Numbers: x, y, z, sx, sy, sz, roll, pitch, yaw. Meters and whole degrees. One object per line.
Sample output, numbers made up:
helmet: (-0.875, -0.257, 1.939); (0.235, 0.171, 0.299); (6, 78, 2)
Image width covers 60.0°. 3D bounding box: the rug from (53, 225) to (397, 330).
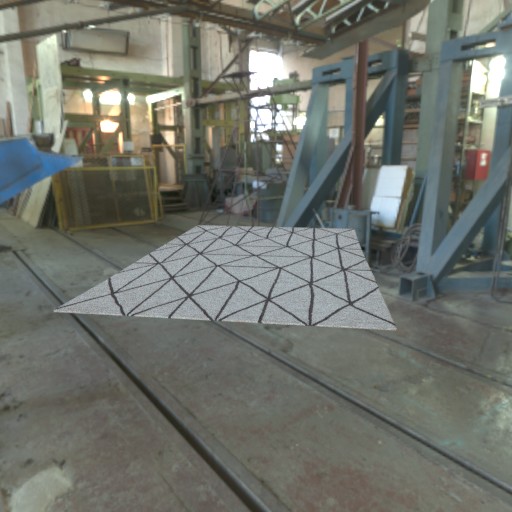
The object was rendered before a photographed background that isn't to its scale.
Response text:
rug: (0.000, 0.000, 3.111); (1.526, 0.008, 2.465); (2, 13, 8)
